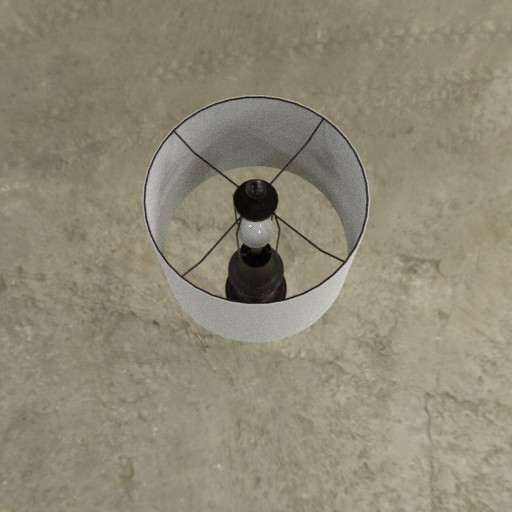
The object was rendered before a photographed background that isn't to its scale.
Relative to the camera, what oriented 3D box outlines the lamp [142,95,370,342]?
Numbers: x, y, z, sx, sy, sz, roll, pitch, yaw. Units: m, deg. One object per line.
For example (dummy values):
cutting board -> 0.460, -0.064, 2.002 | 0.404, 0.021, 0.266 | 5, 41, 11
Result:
lamp -> 0.000, 0.000, 0.971 | 0.383, 0.726, 0.383 | 0, 74, 0
